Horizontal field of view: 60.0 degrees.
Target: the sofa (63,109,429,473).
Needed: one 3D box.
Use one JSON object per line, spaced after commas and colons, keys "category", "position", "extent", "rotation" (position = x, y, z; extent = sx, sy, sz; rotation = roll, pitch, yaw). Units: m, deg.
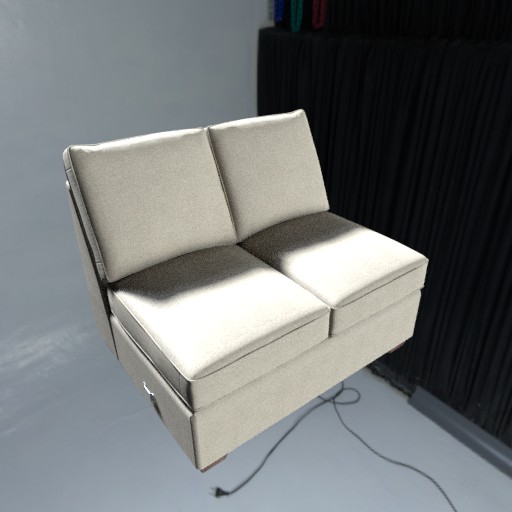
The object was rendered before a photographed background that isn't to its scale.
{"category": "sofa", "position": [0.000, 0.000, 1.945], "extent": [1.232, 1.006, 0.978], "rotation": [-20, 35, -32]}
